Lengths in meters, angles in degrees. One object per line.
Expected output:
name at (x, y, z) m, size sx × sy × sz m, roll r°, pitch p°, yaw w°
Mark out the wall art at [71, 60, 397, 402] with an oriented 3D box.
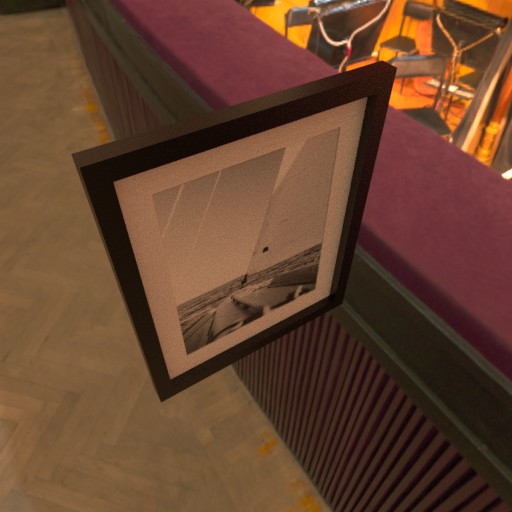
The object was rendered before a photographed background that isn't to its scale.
wall art at (0.000, 0.000, 0.766) m, size 0.461 × 0.558 × 0.031 m, roll -24°, pitch 51°, yaw -21°
